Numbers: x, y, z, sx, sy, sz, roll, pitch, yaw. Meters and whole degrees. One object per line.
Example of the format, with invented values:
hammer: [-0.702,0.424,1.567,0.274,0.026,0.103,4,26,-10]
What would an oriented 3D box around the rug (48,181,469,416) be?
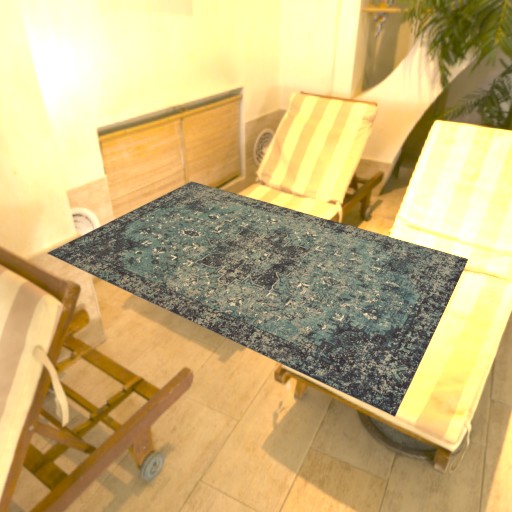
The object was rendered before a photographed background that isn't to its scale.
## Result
rug: [0.000,0.000,3.017,2.440,0.007,1.525,19,37,28]
